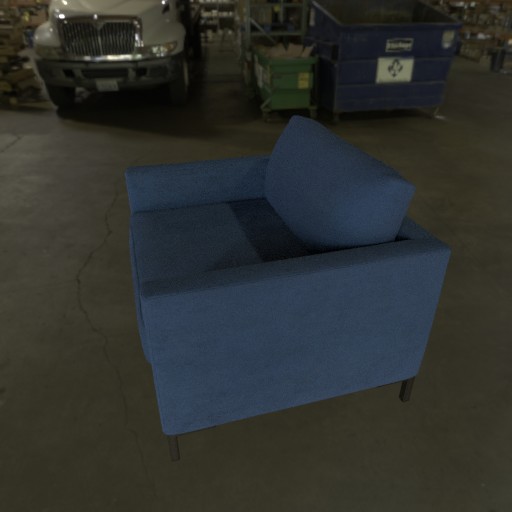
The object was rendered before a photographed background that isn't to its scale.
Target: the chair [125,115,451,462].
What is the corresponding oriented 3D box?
[{"bbox_3d":[0.000,0.000,1.609,0.875,0.812,0.964,-9,32,-14],"label":"chair"}]
